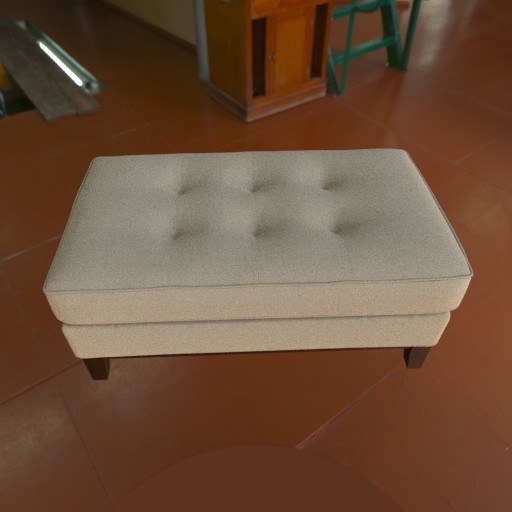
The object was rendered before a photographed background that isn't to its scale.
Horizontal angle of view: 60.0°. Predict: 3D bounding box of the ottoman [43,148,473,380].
[{"bbox_3d":[0.000,0.000,1.500,1.143,0.508,0.648,-2,45,-2],"label":"ottoman"}]
